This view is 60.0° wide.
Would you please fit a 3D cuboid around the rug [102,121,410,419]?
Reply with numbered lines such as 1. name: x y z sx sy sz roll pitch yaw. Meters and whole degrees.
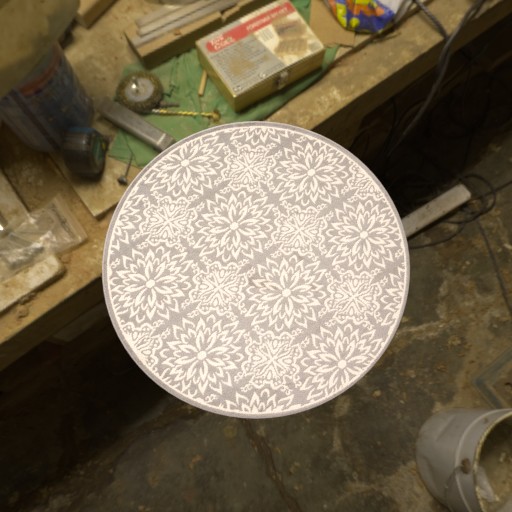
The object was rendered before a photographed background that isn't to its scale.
1. rug: 0.000 0.000 2.302 1.593 0.012 1.593 0 74 0
